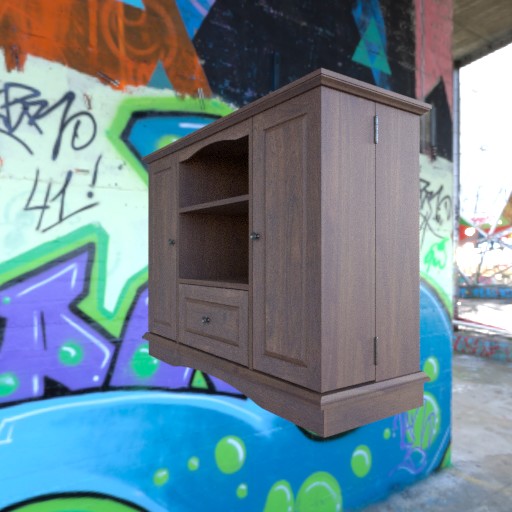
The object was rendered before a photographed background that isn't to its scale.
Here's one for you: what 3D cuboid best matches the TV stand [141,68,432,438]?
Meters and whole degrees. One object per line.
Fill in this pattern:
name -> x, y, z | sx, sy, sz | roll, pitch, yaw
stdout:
TV stand -> 0.000, 0.000, 1.512 | 0.406, 0.813, 1.067 | 0, 0, -35
